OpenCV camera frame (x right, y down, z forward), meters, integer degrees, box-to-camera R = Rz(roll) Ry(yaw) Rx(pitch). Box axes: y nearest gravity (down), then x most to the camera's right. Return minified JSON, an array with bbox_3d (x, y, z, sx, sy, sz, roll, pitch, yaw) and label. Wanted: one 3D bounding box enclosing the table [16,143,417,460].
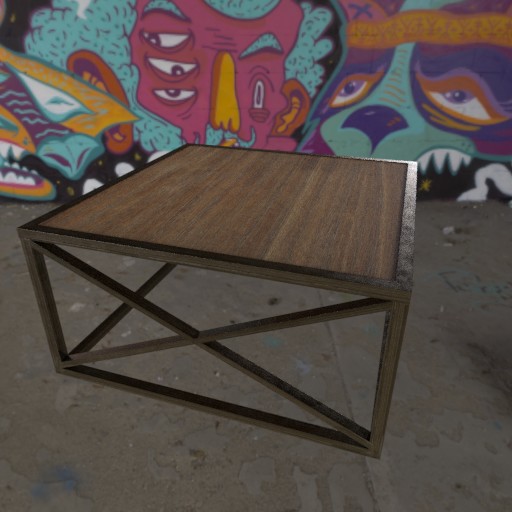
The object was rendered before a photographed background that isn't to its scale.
[{"bbox_3d":[0.000,0.000,1.414,0.899,0.451,0.909,9,29,16],"label":"table"}]
